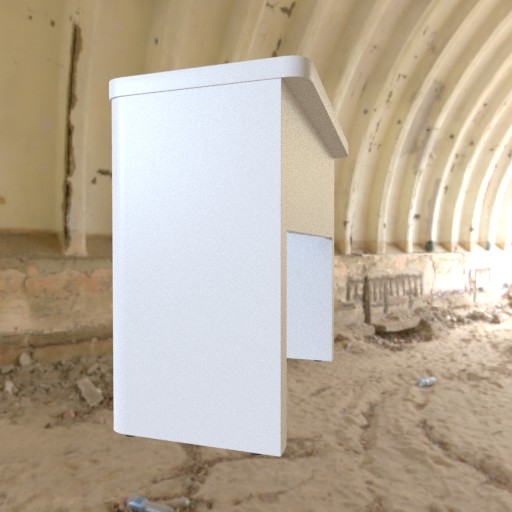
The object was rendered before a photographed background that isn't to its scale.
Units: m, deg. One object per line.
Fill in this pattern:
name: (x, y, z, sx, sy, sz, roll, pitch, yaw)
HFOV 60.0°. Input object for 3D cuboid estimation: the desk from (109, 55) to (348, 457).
desk: (0.000, 0.000, 1.260, 0.446, 0.760, 0.790, 0, 1, 17)
